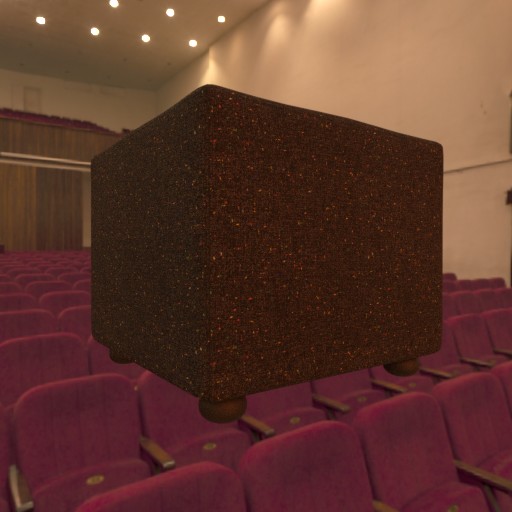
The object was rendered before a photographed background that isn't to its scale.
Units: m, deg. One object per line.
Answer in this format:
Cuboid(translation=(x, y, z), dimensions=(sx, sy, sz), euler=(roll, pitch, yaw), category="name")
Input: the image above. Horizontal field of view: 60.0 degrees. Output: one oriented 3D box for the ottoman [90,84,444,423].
Cuboid(translation=(0.000, 0.000, 0.856), dimensions=(0.508, 0.432, 0.508), euler=(0, 0, -35), category="ottoman")
